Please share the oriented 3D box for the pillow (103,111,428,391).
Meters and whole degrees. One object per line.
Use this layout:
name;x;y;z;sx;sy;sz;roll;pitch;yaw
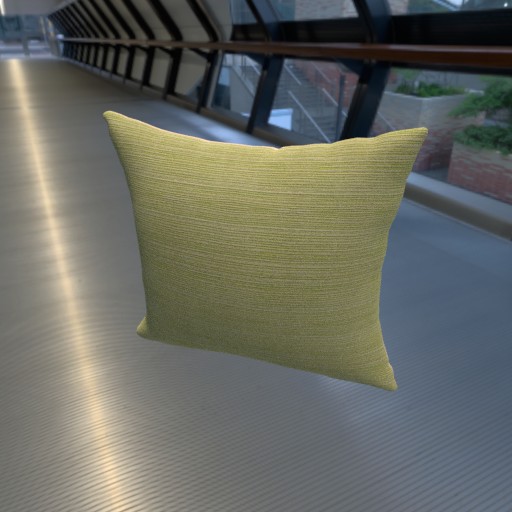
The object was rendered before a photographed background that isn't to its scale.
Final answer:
pillow;0.000;0.000;0.805;0.560;0.487;0.229;8;28;16
